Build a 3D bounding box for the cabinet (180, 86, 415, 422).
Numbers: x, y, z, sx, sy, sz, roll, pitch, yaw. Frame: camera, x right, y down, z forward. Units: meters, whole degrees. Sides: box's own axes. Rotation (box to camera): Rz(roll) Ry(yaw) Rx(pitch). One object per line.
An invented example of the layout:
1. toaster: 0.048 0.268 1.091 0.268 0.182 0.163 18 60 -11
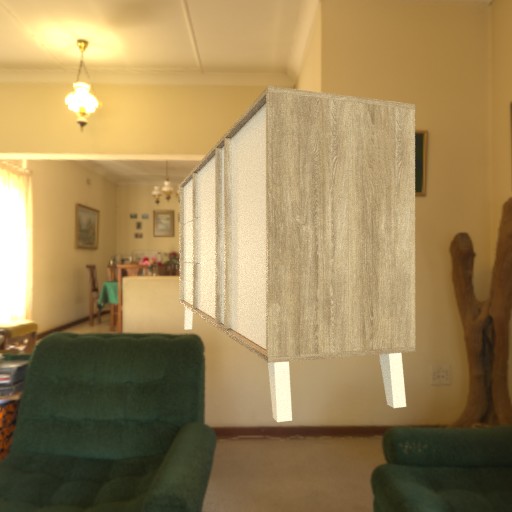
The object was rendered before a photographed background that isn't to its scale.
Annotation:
1. cabinet: 0.000 0.000 1.971 0.450 0.870 1.600 0 0 -18
